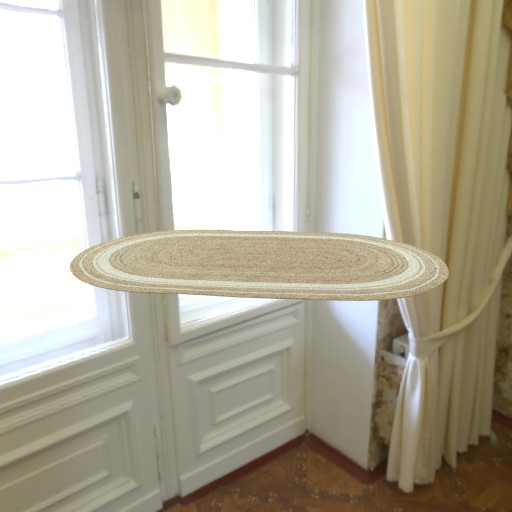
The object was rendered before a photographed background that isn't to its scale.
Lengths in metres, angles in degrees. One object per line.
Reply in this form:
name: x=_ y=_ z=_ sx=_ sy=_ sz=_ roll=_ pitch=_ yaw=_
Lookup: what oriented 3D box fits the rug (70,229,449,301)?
rug: x=0.000 y=0.000 z=2.986 sx=2.432 sy=0.006 sz=1.520 roll=2 pitch=16 yaw=6
